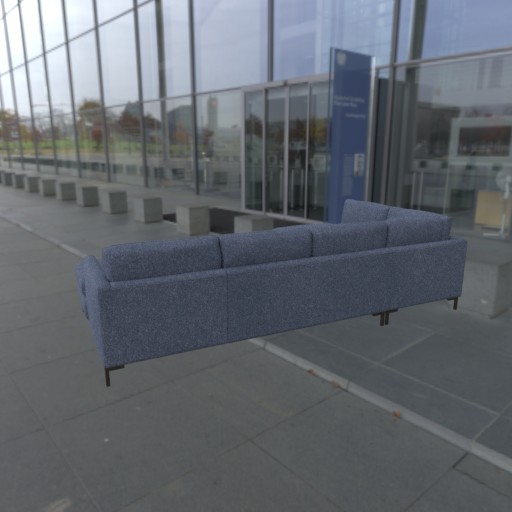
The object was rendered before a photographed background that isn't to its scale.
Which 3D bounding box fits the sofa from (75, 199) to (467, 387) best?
[{"bbox_3d":[0.000,0.000,3.932,2.956,0.813,2.007,-7,16,-25],"label":"sofa"}]
